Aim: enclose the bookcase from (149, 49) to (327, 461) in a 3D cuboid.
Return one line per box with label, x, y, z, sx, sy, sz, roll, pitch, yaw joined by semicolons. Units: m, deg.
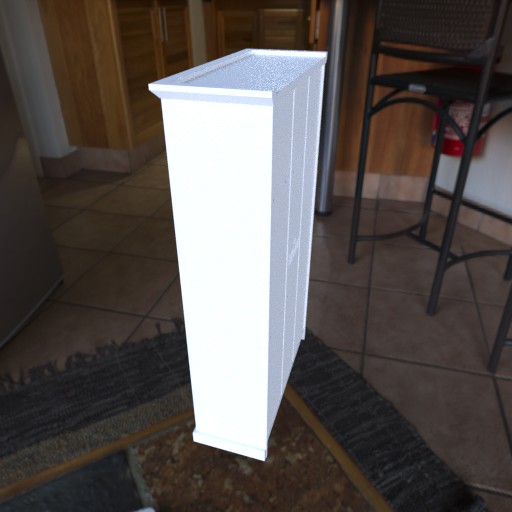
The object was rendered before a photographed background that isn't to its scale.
bookcase;0.000;0.000;2.349;0.432;1.880;1.050;9;32;15
